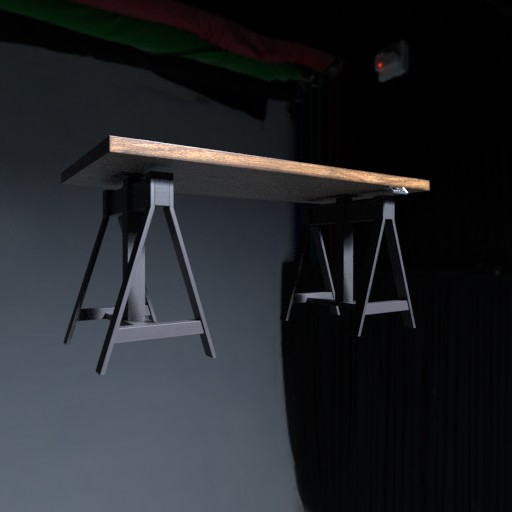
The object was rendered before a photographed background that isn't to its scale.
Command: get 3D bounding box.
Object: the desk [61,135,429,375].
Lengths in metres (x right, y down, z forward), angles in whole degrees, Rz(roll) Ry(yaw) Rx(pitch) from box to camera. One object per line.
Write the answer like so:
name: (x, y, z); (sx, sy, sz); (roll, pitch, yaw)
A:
desk: (0.000, 0.000, 2.035); (1.543, 0.725, 0.784); (0, 1, -34)
